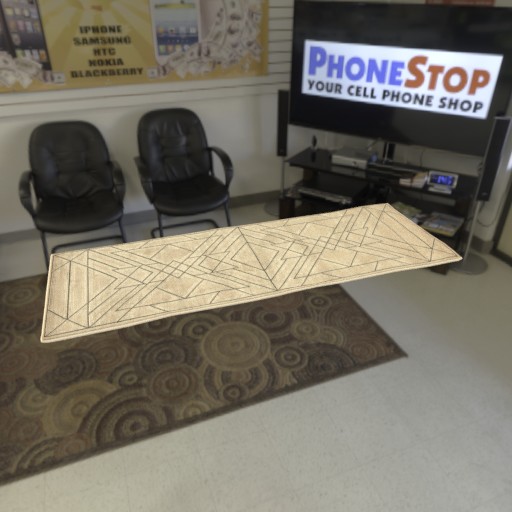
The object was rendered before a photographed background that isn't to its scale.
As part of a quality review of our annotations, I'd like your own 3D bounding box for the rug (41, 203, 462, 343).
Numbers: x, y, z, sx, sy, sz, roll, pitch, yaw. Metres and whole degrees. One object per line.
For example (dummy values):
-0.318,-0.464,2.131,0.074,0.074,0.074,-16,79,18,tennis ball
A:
0.000,0.000,2.705,2.381,0.036,0.831,-10,33,-16,rug
